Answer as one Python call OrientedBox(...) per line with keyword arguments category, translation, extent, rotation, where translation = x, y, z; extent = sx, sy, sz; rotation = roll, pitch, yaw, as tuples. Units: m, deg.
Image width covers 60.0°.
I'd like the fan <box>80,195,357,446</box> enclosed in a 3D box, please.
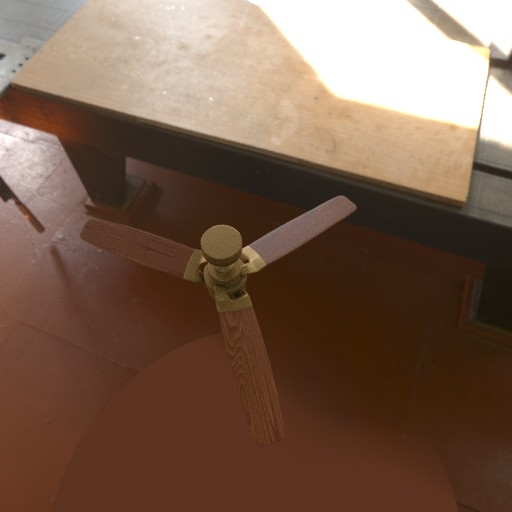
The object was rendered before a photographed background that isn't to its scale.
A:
OrientedBox(category="fan", translation=(0.000, 0.000, 2.074), extent=(1.271, 0.425, 1.416), rotation=(-31, 64, -17))
